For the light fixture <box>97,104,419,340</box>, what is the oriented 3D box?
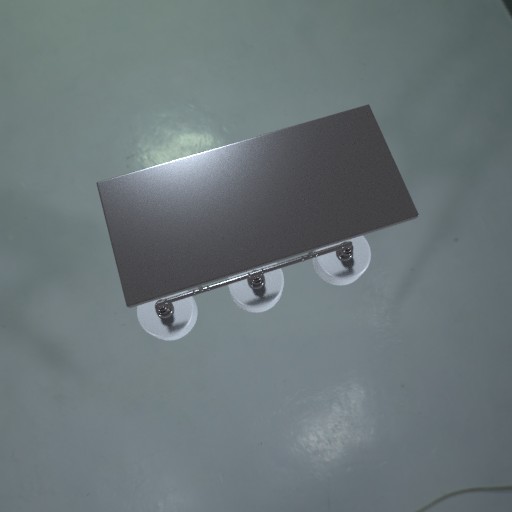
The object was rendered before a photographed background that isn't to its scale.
[{"bbox_3d":[0.000,0.000,0.855,0.582,0.557,0.177,-17,75,-5],"label":"light fixture"}]
